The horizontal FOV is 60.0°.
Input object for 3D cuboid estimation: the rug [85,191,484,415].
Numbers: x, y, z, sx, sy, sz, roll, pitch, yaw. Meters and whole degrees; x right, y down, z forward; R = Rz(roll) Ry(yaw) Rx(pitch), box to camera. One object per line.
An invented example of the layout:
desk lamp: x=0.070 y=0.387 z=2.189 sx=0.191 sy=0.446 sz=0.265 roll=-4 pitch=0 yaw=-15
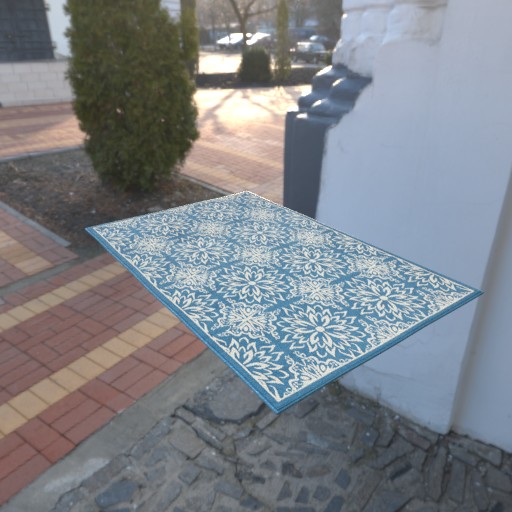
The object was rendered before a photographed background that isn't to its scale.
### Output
rug: x=0.000 y=0.000 z=3.534 sx=1.830 sy=0.018 sz=2.769 roll=-18 pitch=32 yaw=-32
